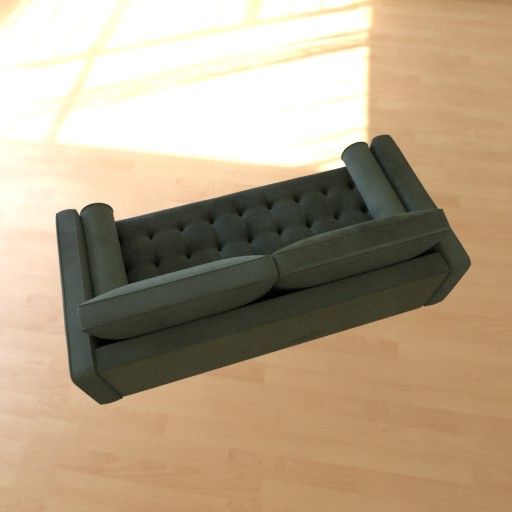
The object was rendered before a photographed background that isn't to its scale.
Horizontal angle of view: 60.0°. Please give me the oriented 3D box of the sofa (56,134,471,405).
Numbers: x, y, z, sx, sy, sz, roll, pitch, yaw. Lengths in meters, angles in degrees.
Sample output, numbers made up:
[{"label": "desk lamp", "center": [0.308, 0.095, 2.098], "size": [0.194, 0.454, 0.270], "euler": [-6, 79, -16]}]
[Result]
[{"label": "sofa", "center": [0.000, 0.000, 2.304], "size": [1.880, 0.772, 0.916], "euler": [-15, 60, -9]}]
